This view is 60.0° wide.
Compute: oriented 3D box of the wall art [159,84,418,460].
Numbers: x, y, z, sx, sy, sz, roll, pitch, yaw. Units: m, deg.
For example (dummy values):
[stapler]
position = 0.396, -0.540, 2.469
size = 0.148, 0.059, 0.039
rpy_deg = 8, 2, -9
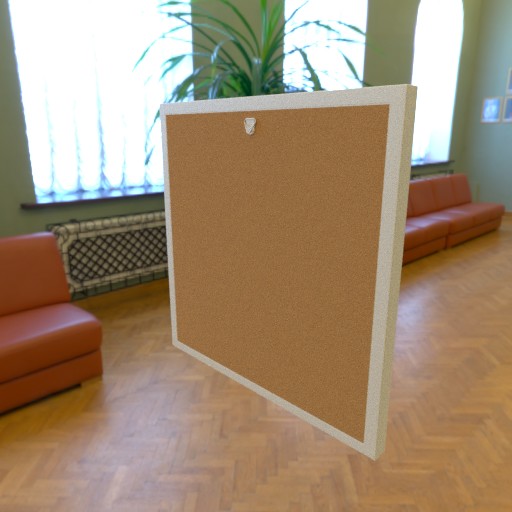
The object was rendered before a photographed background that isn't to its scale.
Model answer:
[wall art]
position = 0.000, 0.000, 1.123
size = 0.050, 0.762, 0.761
rpy_deg = -15, 21, -43
